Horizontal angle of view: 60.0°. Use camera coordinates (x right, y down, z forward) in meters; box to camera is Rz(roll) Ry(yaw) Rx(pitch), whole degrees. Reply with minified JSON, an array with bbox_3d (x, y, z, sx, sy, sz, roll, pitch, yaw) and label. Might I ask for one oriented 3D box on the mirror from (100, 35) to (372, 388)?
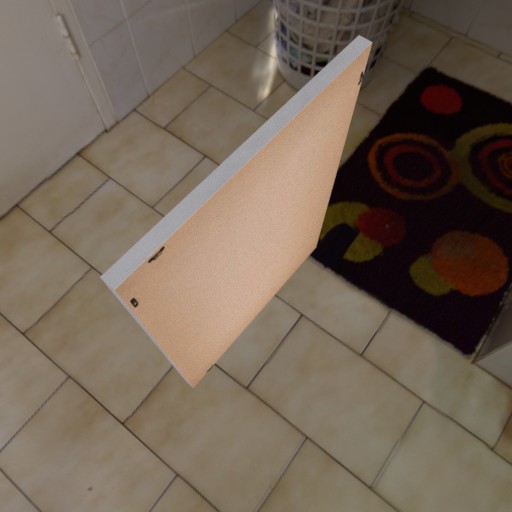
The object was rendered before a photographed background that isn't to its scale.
[{"bbox_3d":[0.000,0.000,1.316,0.041,1.016,0.762,37,70,16],"label":"mirror"}]
